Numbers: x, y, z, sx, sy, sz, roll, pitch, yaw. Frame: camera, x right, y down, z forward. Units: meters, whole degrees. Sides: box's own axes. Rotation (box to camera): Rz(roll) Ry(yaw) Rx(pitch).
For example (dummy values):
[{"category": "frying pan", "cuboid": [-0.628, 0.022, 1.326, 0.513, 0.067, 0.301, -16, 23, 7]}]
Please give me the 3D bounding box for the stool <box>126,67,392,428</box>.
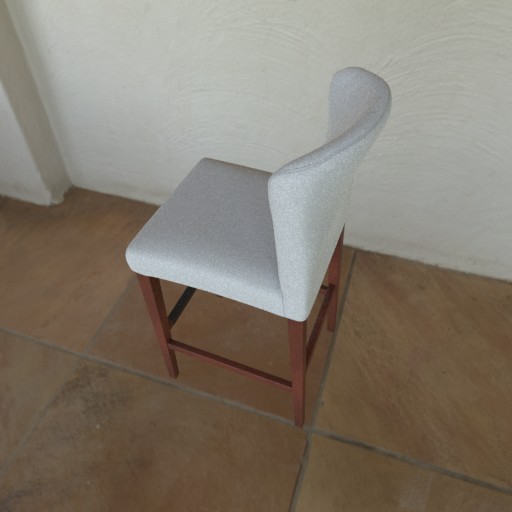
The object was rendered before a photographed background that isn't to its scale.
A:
[{"category": "stool", "cuboid": [0.000, 0.000, 1.321, 0.568, 1.069, 0.479, 16, 48, 15]}]
